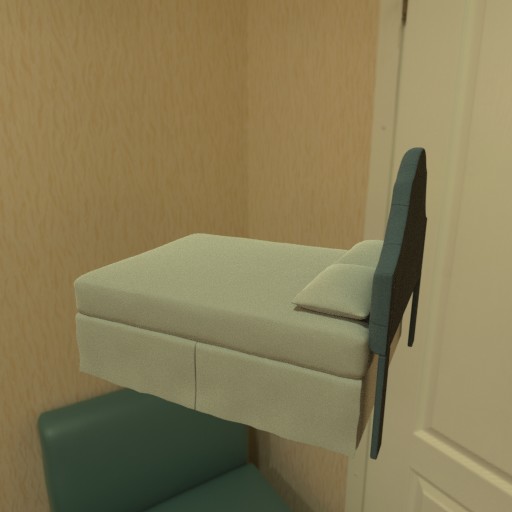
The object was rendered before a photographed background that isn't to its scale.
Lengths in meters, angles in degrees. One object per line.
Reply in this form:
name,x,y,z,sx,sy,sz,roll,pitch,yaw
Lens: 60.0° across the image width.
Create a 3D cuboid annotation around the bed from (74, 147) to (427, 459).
bed,0.000,0.000,3.227,2.155,1.575,1.636,8,18,25
